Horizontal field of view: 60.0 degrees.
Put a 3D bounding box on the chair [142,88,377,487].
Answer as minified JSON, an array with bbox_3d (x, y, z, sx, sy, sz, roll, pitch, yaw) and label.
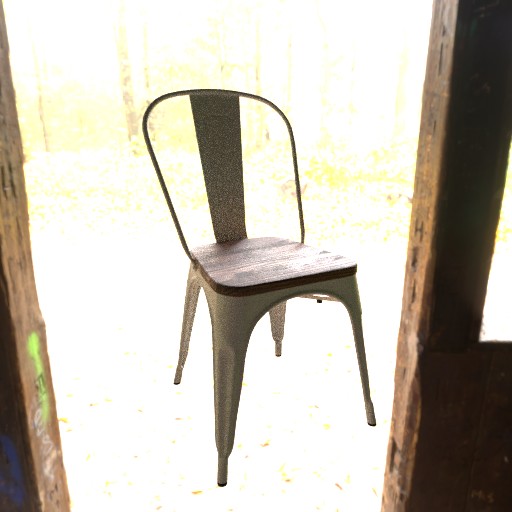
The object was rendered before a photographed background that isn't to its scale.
[{"bbox_3d":[0.000,0.000,1.158,0.452,0.851,0.521,-9,19,-27],"label":"chair"}]
